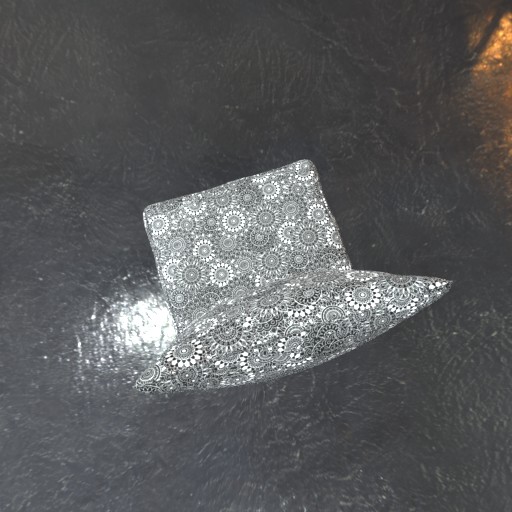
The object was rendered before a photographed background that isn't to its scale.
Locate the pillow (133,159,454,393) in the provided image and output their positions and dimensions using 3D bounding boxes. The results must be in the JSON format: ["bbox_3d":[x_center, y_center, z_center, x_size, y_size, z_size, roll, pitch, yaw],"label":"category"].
[{"bbox_3d":[0.000,0.000,1.395,0.798,0.722,0.740,-17,76,-4],"label":"pillow"}]
